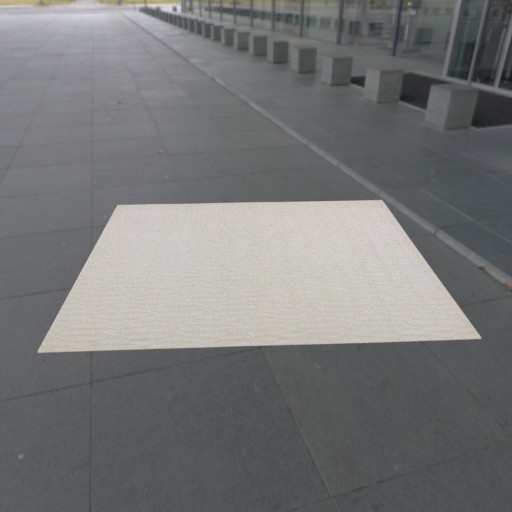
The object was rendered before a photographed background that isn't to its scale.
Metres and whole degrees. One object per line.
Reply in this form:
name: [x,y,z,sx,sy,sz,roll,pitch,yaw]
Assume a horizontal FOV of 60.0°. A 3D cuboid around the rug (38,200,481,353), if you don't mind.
rug: [0.000,0.000,4.073,3.055,0.021,2.410,-1,31,-2]
